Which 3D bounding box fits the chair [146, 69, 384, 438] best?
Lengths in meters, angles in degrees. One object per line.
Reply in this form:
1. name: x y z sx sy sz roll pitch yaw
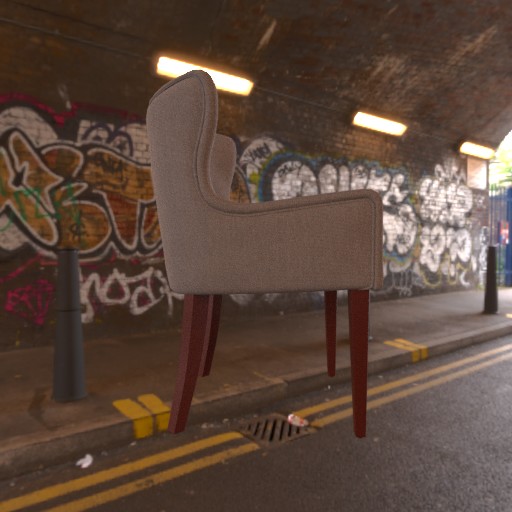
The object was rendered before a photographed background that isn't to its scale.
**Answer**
1. chair: 0.000 0.000 1.444 0.677 0.948 0.732 0 2 2
